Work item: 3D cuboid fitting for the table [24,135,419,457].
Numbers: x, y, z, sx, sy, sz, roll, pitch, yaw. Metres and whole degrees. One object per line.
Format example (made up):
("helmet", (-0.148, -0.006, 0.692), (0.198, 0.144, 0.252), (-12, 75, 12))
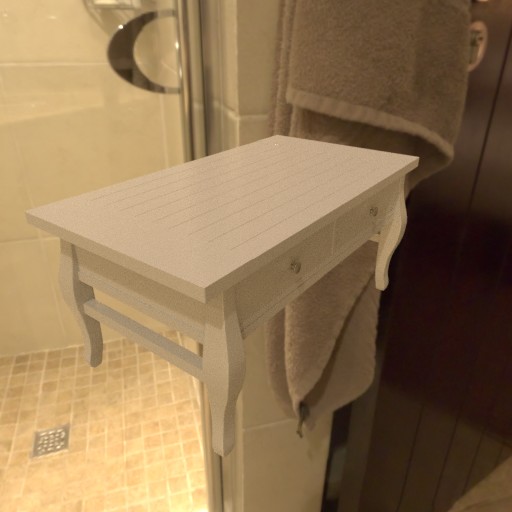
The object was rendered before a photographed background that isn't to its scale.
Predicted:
("table", (0.000, 0.000, 1.390), (0.600, 0.495, 1.062), (19, 33, 32))
